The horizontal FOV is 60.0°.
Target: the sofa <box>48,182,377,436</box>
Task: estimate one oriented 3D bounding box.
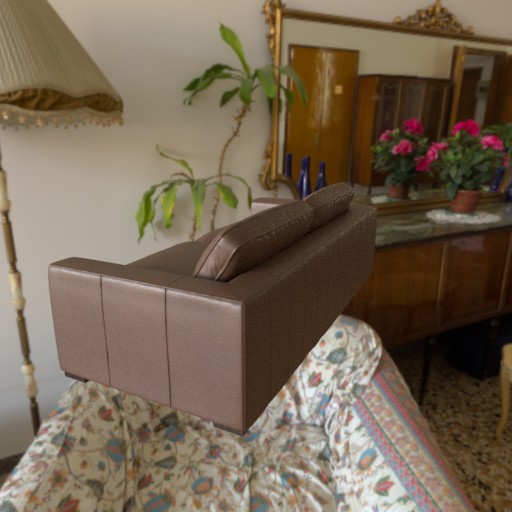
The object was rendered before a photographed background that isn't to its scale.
[{"bbox_3d":[0.000,0.000,2.809,1.070,0.801,2.262,8,18,25],"label":"sofa"}]
